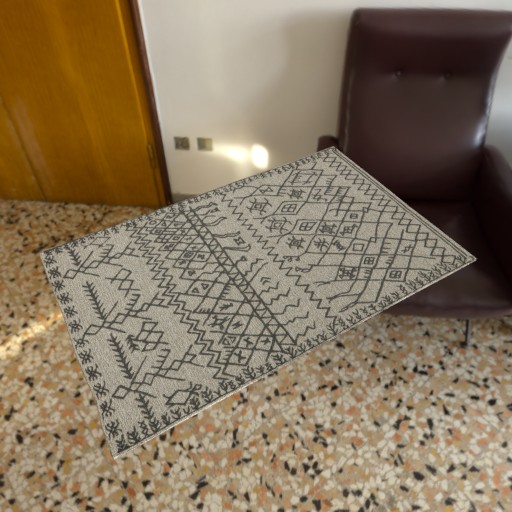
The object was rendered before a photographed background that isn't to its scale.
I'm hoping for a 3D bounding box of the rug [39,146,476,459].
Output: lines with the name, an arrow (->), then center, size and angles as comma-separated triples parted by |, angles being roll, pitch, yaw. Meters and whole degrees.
rug -> 0.000, 0.000, 4.560 | 3.824, 0.019, 2.393 | -24, 51, -20
